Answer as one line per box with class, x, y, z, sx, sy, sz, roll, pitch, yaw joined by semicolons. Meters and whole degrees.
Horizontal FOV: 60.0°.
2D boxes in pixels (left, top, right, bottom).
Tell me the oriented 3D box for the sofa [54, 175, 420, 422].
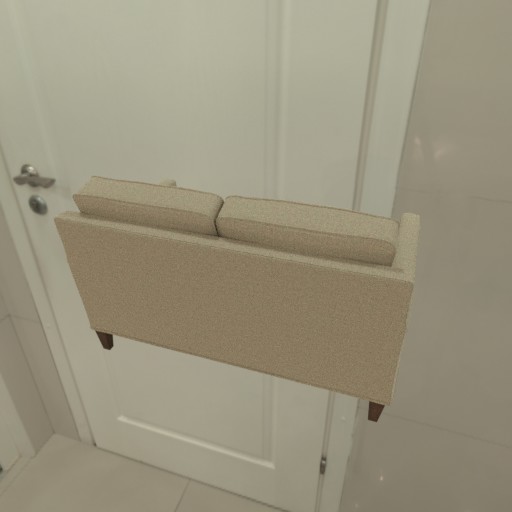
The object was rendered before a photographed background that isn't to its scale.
sofa;0.000;0.000;2.320;1.597;1.003;1.084;10;34;16
